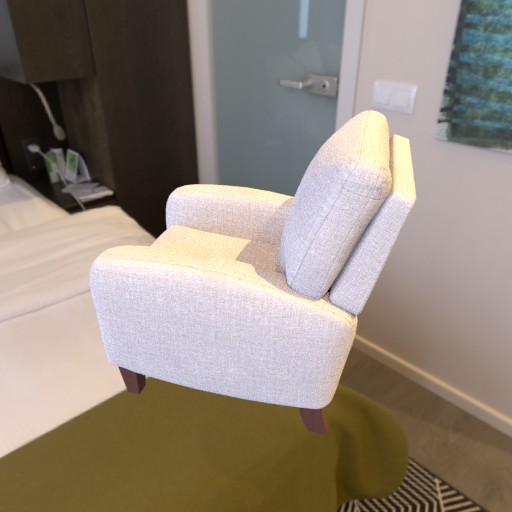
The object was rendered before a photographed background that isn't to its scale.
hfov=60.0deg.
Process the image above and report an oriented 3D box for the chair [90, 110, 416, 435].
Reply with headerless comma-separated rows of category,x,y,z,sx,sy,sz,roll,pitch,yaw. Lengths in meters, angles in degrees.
chair,0.000,0.000,1.666,0.990,0.990,0.762,8,31,13
